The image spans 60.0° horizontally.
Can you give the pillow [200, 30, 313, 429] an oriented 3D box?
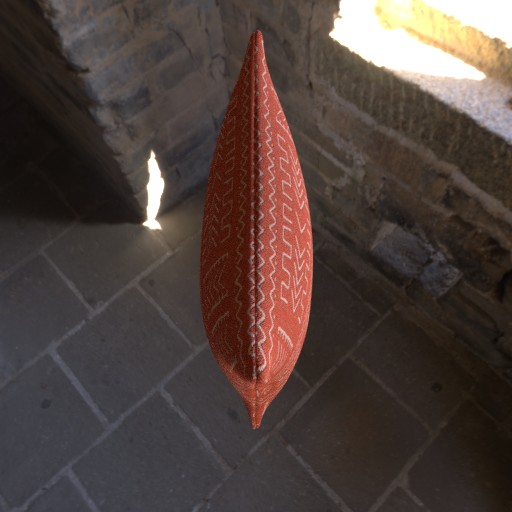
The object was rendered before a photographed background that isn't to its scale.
[{"bbox_3d":[0.000,0.000,0.646,0.164,0.429,0.438,0,64,0],"label":"pillow"}]
